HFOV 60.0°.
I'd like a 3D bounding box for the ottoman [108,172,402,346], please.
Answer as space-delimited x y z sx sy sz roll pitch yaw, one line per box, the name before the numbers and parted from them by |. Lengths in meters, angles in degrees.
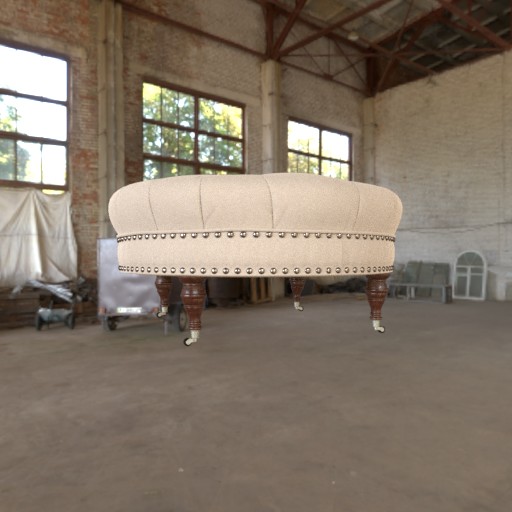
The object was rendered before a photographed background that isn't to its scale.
ottoman | 0.000 0.000 1.426 0.901 0.439 0.901 0 0 0
